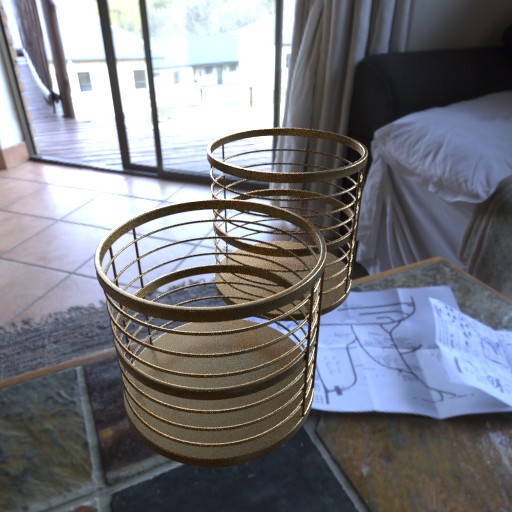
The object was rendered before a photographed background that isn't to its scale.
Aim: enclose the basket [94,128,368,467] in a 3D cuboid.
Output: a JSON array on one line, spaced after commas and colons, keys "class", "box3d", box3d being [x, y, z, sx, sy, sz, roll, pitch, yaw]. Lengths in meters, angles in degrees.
[{"class": "basket", "box3d": [0.000, 0.000, 0.919, 0.356, 0.351, 0.746, 11, 31, 18]}]
